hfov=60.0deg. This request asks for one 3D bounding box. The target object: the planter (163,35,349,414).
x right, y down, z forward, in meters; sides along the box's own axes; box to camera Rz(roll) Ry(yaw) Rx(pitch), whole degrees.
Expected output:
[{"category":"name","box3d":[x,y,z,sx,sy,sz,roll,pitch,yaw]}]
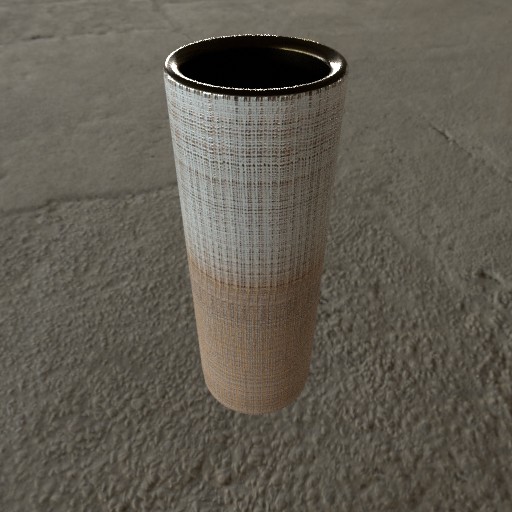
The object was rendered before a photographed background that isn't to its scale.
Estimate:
[{"category":"planter","box3d":[0.000,0.000,0.327,0.099,0.278,0.099,-13,42,-15]}]
